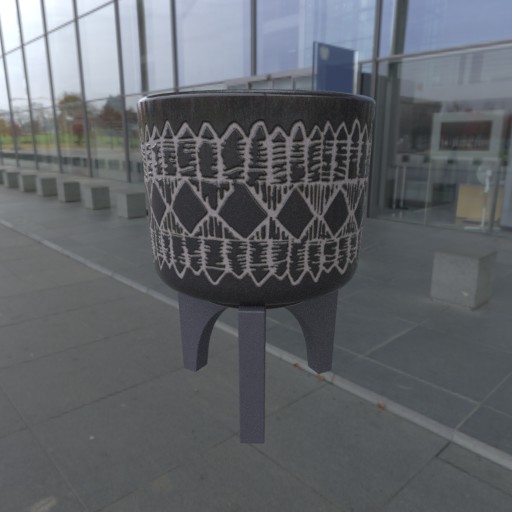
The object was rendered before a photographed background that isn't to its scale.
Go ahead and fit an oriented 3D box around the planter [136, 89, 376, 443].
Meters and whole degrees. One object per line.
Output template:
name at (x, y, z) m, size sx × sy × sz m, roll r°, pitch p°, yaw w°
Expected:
planter at (0.000, 0.000, 0.269) m, size 0.129 × 0.177 × 0.129 m, roll 0°, pitch 15°, yaw 0°
